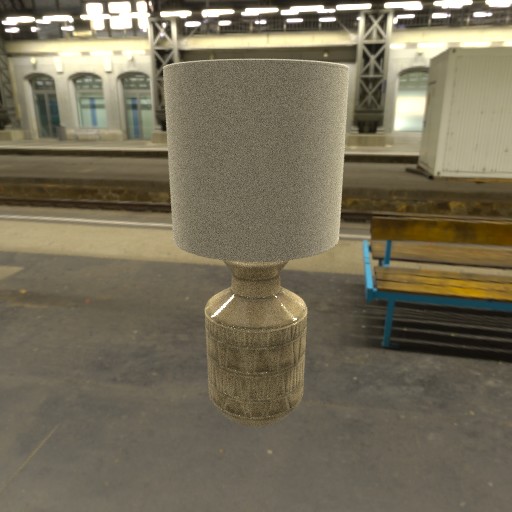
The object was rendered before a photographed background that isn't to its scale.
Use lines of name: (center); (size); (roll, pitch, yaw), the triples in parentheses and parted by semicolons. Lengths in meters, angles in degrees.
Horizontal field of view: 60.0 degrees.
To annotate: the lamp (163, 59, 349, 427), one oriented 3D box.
lamp: (0.000, 0.000, 0.583); (0.211, 0.455, 0.211); (-3, 18, -10)
